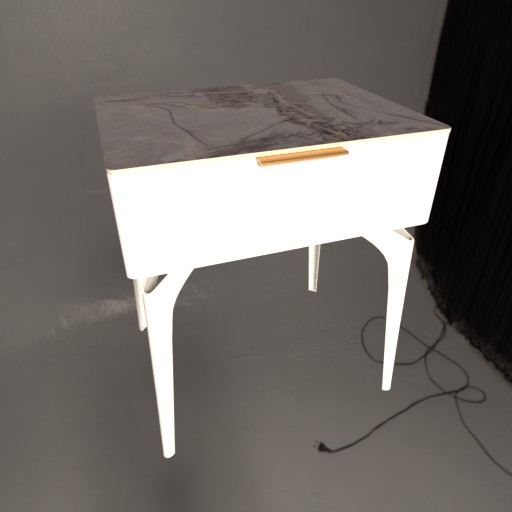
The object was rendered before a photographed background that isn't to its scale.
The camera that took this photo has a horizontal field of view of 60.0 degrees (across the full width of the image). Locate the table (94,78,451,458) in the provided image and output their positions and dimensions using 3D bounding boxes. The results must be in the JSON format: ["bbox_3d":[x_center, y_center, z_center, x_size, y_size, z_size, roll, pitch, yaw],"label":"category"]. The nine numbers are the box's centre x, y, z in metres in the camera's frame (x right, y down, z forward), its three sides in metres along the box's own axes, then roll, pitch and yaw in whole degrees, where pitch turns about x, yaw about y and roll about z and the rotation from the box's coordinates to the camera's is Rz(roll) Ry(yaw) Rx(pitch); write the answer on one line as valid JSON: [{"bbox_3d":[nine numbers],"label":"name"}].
[{"bbox_3d":[0.000,0.000,0.889,0.500,0.570,0.400,-11,35,-16],"label":"table"}]
